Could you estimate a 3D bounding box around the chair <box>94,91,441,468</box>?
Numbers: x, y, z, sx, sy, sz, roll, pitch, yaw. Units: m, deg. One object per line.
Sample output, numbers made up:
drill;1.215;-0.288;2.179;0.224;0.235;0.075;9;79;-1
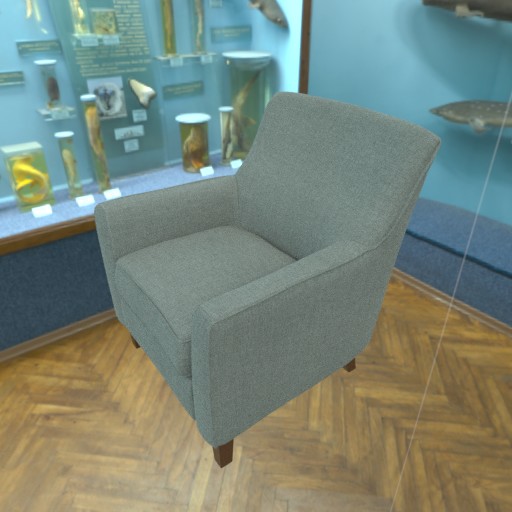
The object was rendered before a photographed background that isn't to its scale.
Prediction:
chair;0.000;0.000;1.765;0.993;1.047;0.887;-21;37;-30
